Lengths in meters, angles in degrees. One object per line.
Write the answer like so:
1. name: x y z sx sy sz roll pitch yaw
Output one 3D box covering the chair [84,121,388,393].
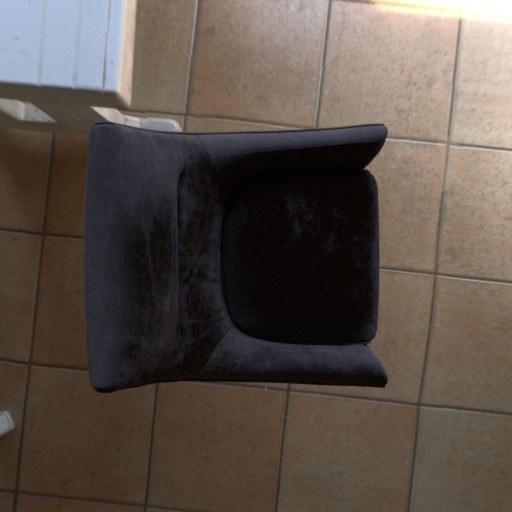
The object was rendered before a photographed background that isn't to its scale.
1. chair: 0.000 0.000 1.403 0.787 0.838 0.762 0 90 1
